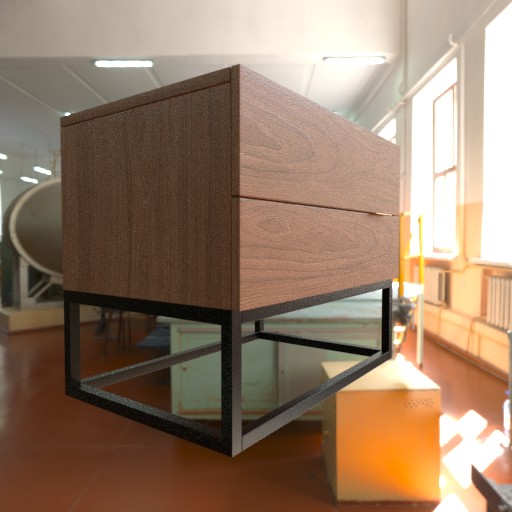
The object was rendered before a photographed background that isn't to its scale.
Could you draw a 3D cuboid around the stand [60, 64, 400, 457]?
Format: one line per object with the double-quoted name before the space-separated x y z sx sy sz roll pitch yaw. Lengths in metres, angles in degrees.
"stand" 0.000 0.000 0.911 0.420 0.500 0.600 2 3 36
